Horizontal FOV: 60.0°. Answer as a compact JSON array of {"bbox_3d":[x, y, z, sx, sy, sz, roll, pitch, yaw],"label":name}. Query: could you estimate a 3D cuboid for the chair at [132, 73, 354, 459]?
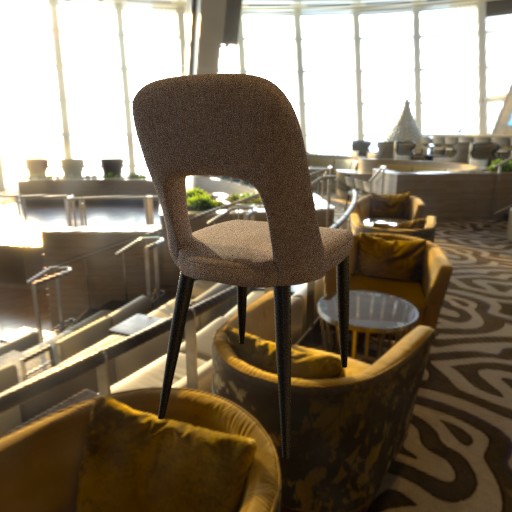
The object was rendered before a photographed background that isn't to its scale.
[{"bbox_3d":[0.000,0.000,1.299,0.470,0.931,0.612,7,17,25],"label":"chair"}]
